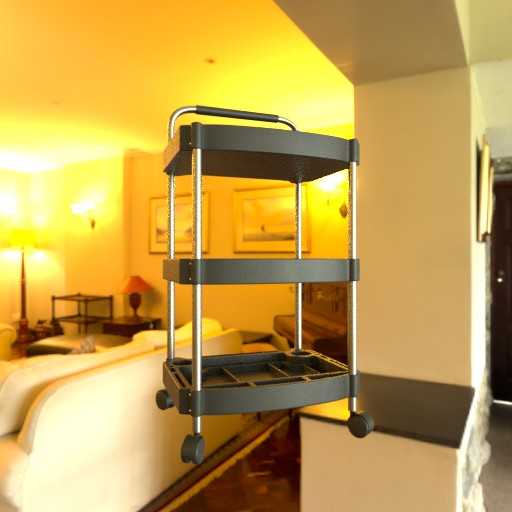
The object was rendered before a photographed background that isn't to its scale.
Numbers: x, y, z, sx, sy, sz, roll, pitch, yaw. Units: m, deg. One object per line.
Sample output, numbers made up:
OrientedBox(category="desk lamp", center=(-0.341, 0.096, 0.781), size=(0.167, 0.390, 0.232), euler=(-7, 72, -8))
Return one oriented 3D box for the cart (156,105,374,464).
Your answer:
OrientedBox(category="cart", center=(0.000, 0.000, 1.444), size=(0.584, 1.075, 0.518), euler=(0, 0, -20))
